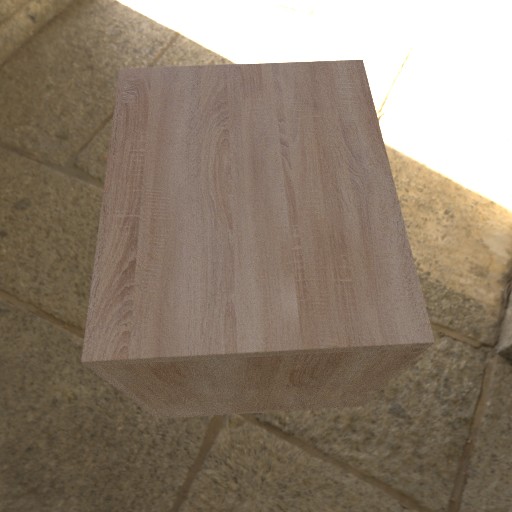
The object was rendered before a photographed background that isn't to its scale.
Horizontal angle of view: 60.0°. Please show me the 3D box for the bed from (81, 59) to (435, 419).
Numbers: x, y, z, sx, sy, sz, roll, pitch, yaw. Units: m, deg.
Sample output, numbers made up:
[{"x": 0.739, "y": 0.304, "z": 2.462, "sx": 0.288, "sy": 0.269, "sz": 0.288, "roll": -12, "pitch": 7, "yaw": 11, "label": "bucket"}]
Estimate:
[{"x": 0.000, "y": 0.000, "z": 0.770, "sx": 0.401, "sy": 0.420, "sz": 0.460, "roll": -3, "pitch": 62, "yaw": -2, "label": "bed"}]
